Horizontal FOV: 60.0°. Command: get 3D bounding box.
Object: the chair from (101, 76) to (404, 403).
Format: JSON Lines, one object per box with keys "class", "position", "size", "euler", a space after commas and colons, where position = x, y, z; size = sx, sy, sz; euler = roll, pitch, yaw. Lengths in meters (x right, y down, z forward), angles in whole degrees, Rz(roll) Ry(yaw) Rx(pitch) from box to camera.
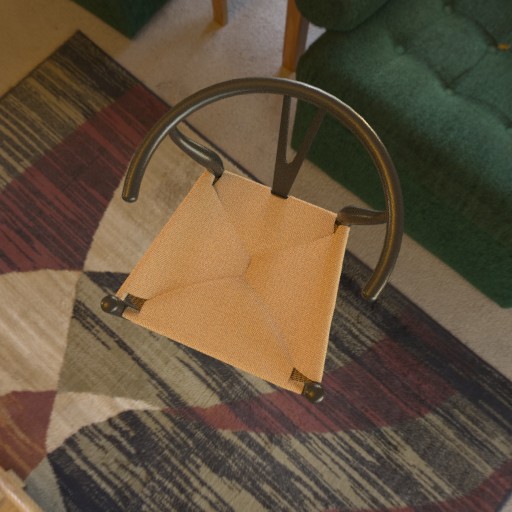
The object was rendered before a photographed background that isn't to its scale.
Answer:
{"class": "chair", "position": [0.000, 0.000, 1.173], "size": [0.570, 0.739, 0.570], "euler": [22, 77, 5]}
